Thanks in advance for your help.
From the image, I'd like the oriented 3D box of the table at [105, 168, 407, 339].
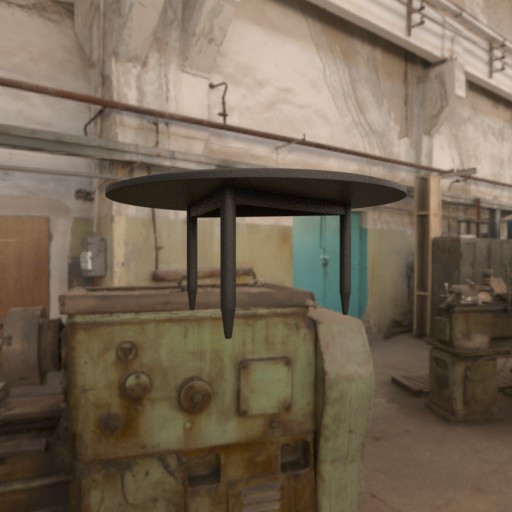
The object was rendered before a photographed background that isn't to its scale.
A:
[{"bbox_3d":[0.000,0.000,1.398,0.900,0.400,0.900,0,1,0],"label":"table"}]
